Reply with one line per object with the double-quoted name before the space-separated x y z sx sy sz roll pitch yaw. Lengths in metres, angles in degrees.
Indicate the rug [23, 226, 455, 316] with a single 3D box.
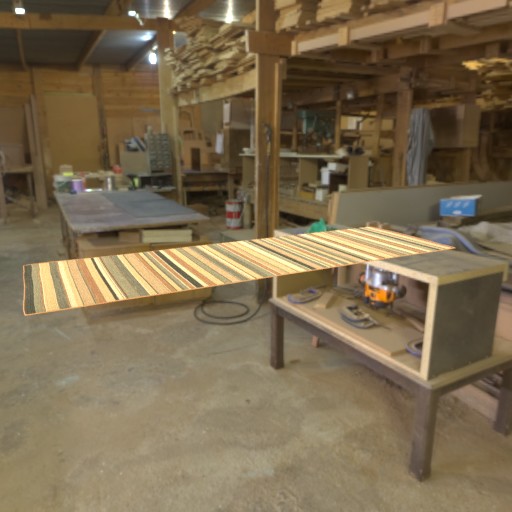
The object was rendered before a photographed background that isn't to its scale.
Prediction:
"rug" 0.000 0.000 2.607 2.444 0.010 0.799 -7 16 -26
